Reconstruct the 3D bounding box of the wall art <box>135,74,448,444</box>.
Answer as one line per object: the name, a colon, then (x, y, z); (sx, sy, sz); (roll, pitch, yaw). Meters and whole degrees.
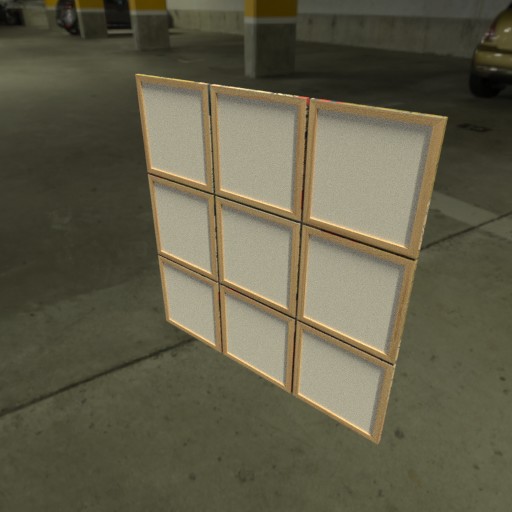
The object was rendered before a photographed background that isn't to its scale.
wall art: (0.000, 0.000, 1.290); (0.904, 0.913, 0.013); (22, 36, 33)
